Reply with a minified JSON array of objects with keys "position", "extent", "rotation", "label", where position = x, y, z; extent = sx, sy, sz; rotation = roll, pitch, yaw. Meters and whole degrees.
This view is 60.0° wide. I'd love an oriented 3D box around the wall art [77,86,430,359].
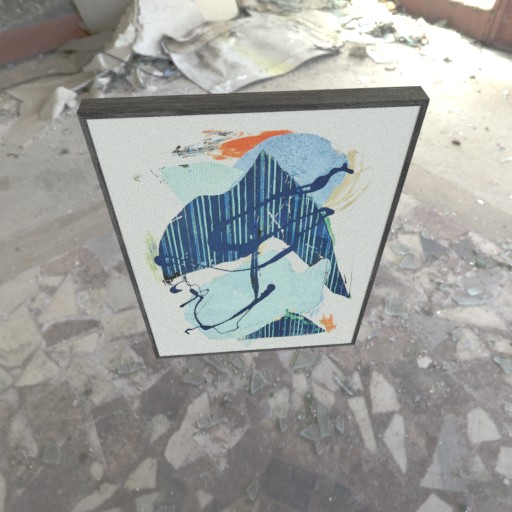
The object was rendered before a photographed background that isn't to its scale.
[{"position":[0.000,0.000,1.346],"extent":[0.762,1.016,0.063],"rotation":[-3,47,-3],"label":"wall art"}]
